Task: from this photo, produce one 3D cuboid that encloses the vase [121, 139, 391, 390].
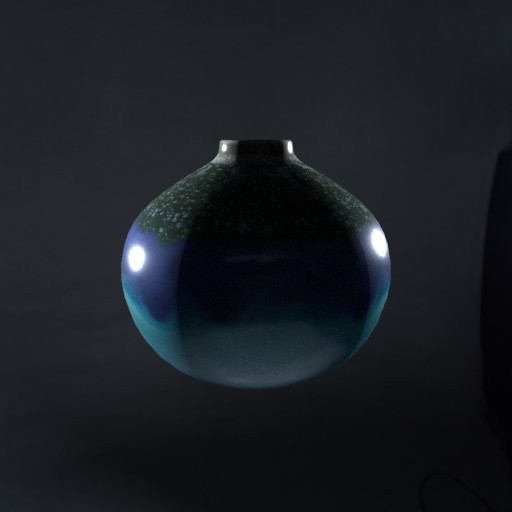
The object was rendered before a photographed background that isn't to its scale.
[{"bbox_3d":[0.000,0.000,0.262,0.154,0.133,0.154,0,15,0],"label":"vase"}]
